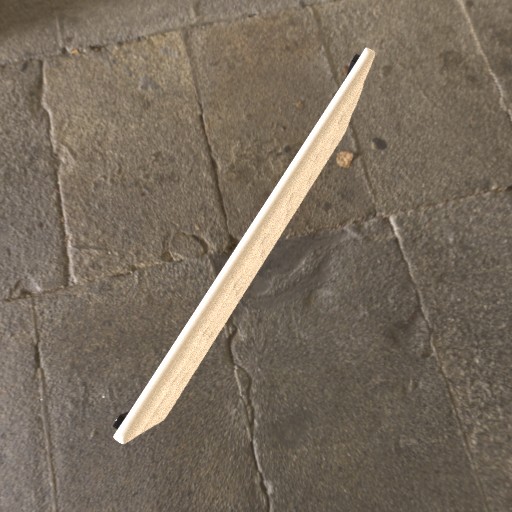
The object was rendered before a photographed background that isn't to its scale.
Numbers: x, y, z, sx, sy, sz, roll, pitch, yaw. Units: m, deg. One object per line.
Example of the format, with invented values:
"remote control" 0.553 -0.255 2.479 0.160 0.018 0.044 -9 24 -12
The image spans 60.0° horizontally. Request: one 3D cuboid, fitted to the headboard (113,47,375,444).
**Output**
"headboard" 0.000 0.000 2.862 0.120 1.410 2.362 31 78 7
